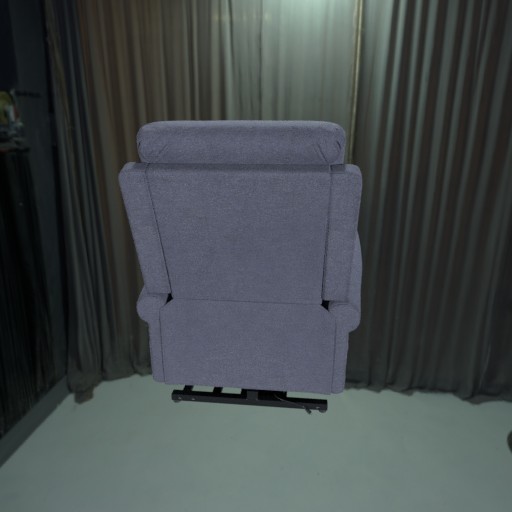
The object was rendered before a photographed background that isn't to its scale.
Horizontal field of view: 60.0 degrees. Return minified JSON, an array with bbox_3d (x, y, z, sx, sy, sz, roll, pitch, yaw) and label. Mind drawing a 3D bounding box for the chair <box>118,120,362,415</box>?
[{"bbox_3d":[0.000,0.000,1.770,0.871,1.031,0.979,2,17,6],"label":"chair"}]
